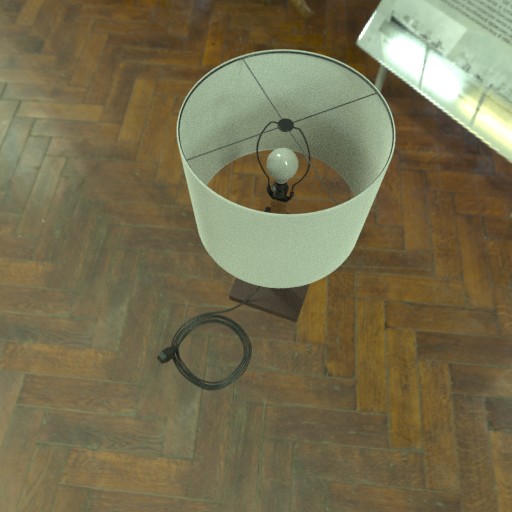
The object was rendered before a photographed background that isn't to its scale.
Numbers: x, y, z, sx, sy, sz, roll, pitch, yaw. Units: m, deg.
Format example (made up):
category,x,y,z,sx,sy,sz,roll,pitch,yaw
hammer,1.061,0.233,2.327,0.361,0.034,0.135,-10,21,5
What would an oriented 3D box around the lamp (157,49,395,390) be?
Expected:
category,x,y,z,sx,sy,sz,roll,pitch,yaw
lamp,0.000,0.000,0.986,0.396,0.668,0.525,18,64,9
